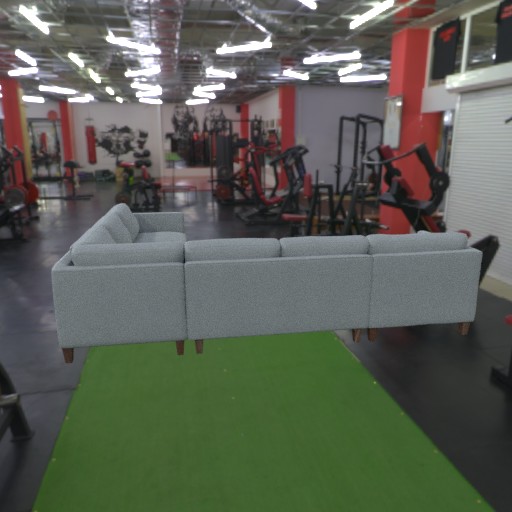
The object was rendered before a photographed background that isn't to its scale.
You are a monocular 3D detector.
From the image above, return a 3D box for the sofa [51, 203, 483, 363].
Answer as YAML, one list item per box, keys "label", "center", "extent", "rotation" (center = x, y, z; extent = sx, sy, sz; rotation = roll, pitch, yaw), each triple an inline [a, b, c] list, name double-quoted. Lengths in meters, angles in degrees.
- label: "sofa"
  center: [0.000, 0.000, 4.469]
  extent: [3.238, 0.853, 2.551]
  rotation: [-2, 14, -9]
